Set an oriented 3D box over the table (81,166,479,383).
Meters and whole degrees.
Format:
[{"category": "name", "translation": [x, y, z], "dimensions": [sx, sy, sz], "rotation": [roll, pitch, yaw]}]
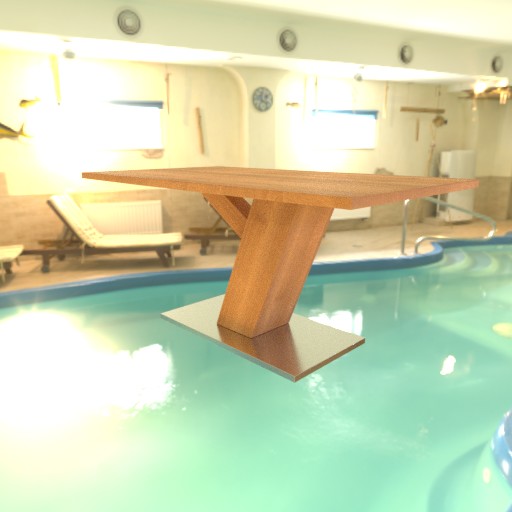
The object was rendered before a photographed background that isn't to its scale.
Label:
[{"category": "table", "translation": [0.000, 0.000, 2.088], "dimensions": [0.900, 0.750, 1.600], "rotation": [-14, 19, -43]}]
